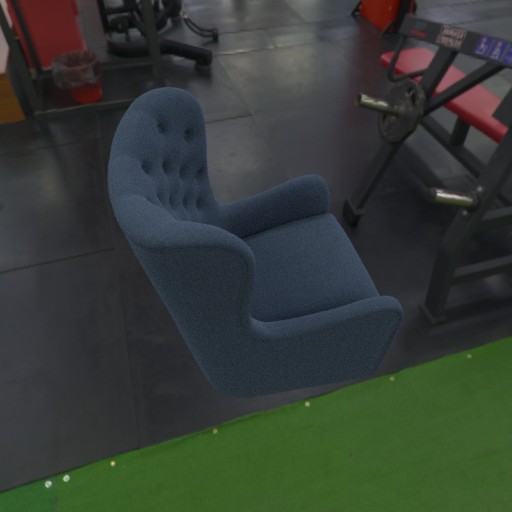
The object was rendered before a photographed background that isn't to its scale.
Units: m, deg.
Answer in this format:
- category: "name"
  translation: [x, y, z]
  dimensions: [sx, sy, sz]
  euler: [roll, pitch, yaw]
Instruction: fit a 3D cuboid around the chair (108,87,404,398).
- category: "chair"
  translation: [0.000, 0.000, 1.754]
  dimensions: [0.930, 1.079, 0.831]
  euler: [-11, 48, -10]
